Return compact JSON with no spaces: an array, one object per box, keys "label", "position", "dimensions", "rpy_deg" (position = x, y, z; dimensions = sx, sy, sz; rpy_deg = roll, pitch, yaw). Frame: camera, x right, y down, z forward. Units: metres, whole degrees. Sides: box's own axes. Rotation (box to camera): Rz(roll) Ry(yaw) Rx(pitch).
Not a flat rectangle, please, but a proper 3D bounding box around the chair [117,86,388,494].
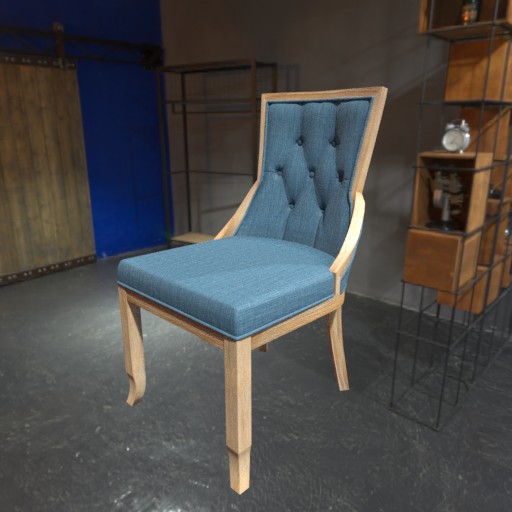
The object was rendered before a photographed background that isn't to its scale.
[{"label":"chair","position":[0.000,0.000,1.315],"dimensions":[0.524,0.947,0.641],"rpy_deg":[16,23,42]}]
